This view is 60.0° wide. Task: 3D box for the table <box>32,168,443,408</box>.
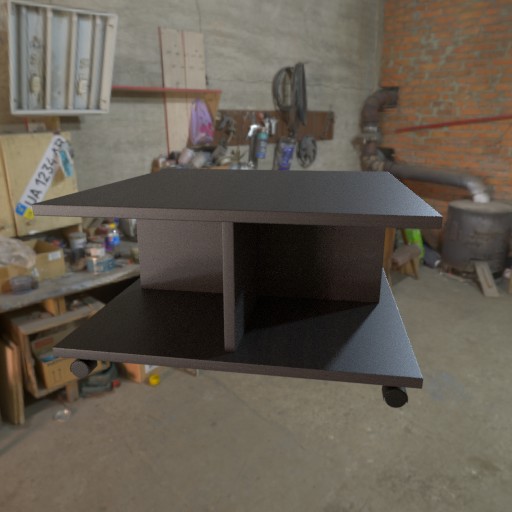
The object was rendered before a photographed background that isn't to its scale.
[{"bbox_3d":[0.000,0.000,1.220,0.762,0.396,0.762,3,17,9],"label":"table"}]
